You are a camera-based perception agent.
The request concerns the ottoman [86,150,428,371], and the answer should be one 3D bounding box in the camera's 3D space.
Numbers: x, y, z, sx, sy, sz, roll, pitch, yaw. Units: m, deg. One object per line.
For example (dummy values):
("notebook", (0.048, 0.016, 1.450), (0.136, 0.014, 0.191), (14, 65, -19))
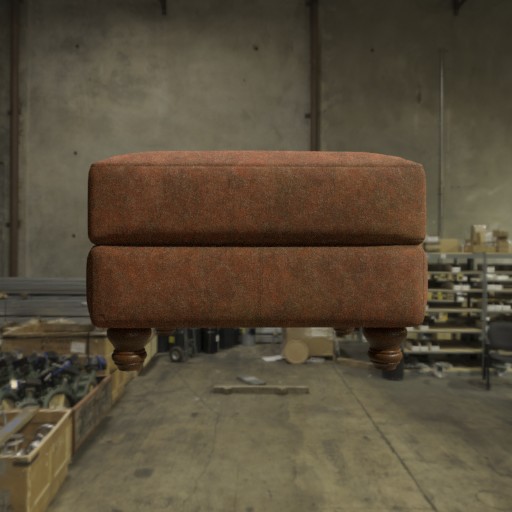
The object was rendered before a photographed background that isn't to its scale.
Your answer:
("ottoman", (0.000, 0.000, 1.223), (0.787, 0.508, 0.635), (0, 0, -1))
